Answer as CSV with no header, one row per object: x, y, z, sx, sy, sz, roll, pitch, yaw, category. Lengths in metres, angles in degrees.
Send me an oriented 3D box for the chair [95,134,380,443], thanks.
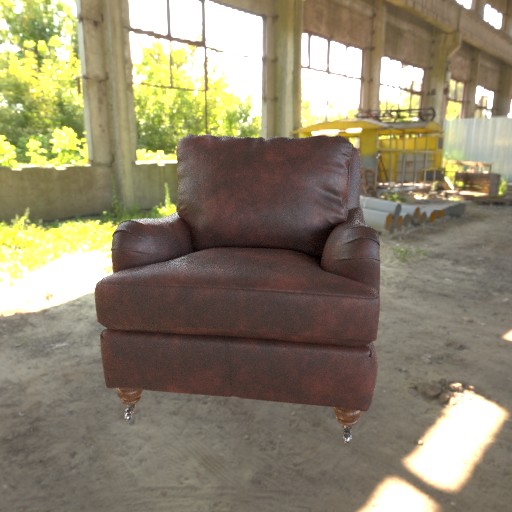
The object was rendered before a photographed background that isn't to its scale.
0.000,0.000,1.951,0.987,1.051,1.156,2,13,9,chair
